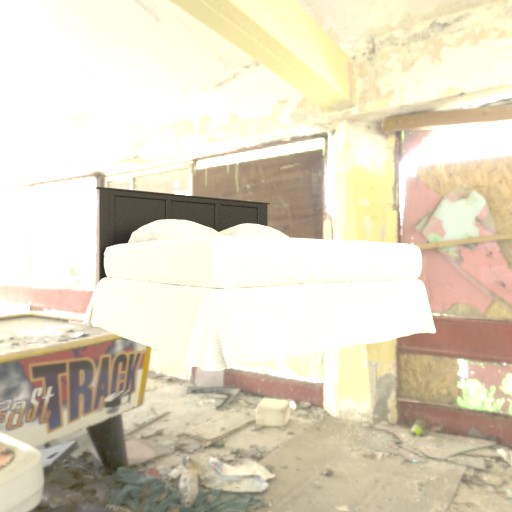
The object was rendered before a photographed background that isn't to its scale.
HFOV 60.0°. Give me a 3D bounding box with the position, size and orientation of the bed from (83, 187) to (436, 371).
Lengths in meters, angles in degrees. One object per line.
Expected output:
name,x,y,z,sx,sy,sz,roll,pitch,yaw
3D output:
bed,0.000,0.000,3.812,2.315,1.271,2.219,0,-1,-36
